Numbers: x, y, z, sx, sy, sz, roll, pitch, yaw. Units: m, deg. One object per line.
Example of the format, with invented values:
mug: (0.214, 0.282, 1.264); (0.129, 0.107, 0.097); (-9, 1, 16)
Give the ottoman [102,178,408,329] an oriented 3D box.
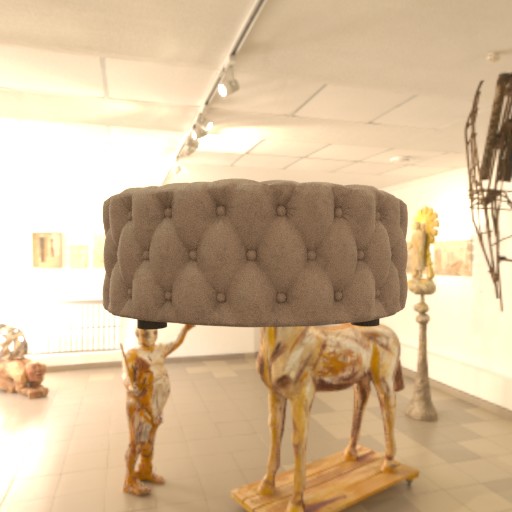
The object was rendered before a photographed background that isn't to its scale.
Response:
ottoman: (0.000, 0.000, 1.522); (0.998, 0.399, 0.998); (0, 0, 0)
